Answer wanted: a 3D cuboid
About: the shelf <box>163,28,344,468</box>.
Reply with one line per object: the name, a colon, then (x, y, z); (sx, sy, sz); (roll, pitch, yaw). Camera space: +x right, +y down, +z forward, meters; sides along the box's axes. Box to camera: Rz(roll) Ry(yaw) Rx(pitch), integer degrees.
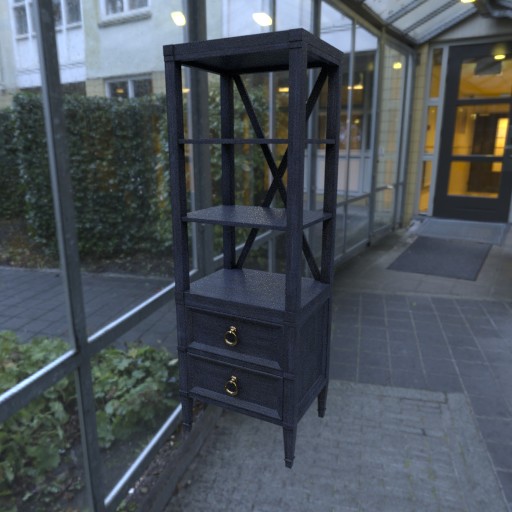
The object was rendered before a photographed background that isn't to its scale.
shelf: (0.000, 0.000, 2.003); (0.584, 1.727, 0.472); (7, 16, 27)
